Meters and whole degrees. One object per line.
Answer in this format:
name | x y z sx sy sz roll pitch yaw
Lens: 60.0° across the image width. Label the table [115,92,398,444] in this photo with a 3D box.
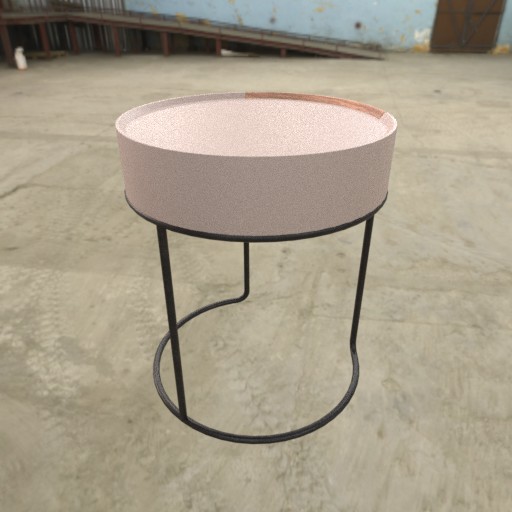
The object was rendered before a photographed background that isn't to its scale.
table | 0.000 0.000 0.858 0.450 0.530 0.450 0 30 0
